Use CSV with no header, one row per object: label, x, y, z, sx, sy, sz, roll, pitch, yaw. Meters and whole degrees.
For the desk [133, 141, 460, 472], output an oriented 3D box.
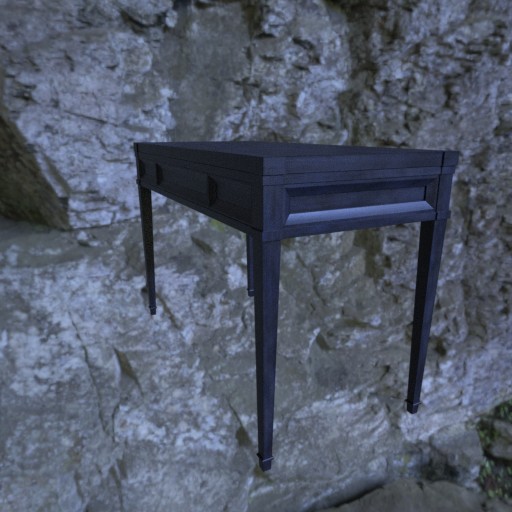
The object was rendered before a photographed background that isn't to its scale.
desk,0.000,0.000,1.780,0.630,0.861,1.289,-8,18,-26
